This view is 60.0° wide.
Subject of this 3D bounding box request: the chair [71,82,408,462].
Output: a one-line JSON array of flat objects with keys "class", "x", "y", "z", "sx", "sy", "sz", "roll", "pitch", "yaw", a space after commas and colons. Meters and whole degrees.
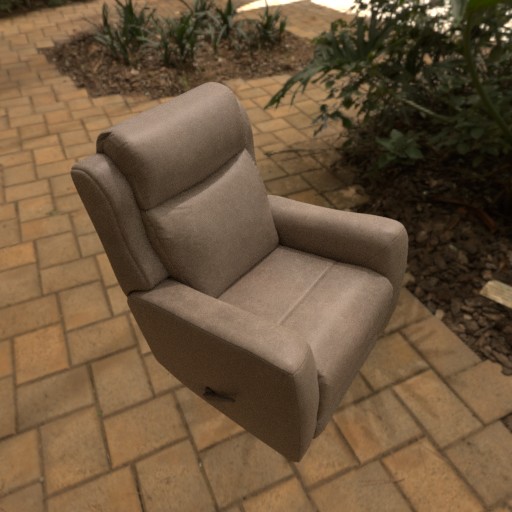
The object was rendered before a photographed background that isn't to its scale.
[{"class": "chair", "x": 0.000, "y": 0.000, "z": 1.878, "sx": 1.068, "sy": 1.116, "sz": 0.967, "roll": 25, "pitch": 47, "yaw": 26}]
